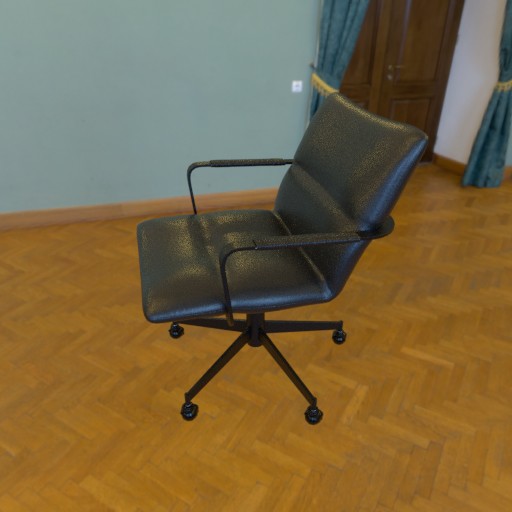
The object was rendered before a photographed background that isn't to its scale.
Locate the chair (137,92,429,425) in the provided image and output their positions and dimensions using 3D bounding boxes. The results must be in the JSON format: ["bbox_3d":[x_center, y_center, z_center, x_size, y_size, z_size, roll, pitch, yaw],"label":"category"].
[{"bbox_3d":[0.000,0.000,1.465,0.748,0.922,0.719,-8,32,-13],"label":"chair"}]
